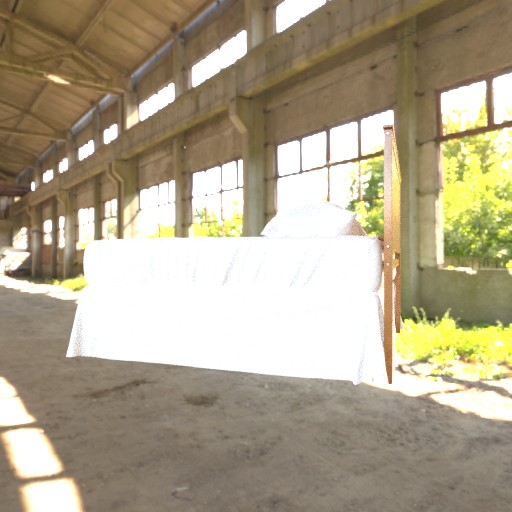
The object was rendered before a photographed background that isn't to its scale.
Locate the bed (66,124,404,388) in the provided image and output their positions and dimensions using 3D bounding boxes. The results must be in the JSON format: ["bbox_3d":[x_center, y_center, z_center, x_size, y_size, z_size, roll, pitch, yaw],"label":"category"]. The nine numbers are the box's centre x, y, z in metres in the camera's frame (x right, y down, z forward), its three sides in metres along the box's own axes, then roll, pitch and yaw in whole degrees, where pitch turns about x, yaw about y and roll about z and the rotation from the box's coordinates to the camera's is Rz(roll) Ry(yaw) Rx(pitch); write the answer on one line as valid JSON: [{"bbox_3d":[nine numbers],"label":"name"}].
[{"bbox_3d":[0.000,0.000,3.253,2.035,1.273,1.870,0,0,19],"label":"bed"}]
